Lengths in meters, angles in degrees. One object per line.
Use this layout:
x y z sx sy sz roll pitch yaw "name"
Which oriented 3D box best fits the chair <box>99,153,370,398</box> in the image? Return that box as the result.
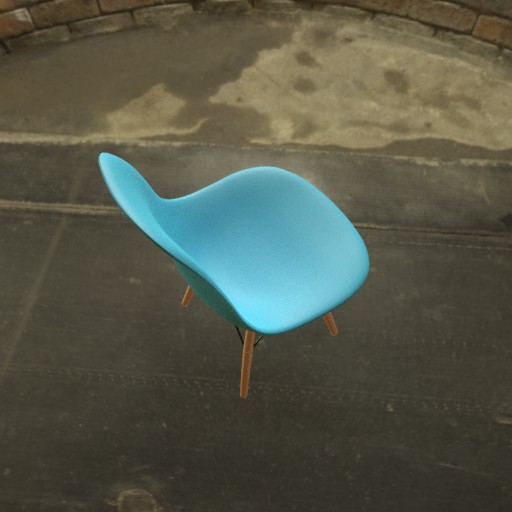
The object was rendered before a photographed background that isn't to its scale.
0.000 0.000 1.117 0.531 0.826 0.470 -30 63 -17 "chair"
